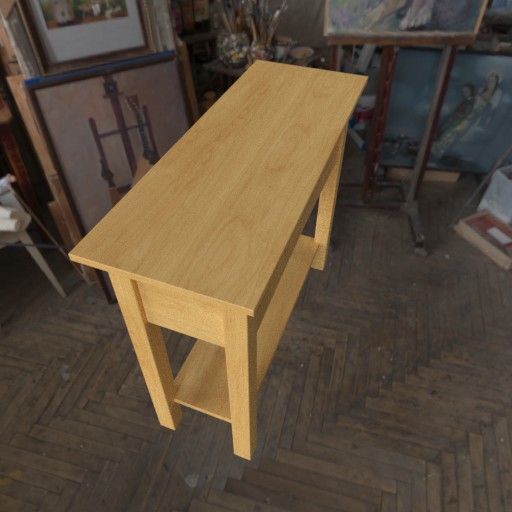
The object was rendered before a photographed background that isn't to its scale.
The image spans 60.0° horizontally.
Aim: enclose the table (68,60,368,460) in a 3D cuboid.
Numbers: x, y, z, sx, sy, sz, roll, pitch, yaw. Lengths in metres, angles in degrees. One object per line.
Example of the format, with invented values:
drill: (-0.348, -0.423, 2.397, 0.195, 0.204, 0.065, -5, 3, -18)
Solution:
table: (0.000, 0.000, 1.264, 0.340, 0.728, 0.900, 15, 47, 15)
